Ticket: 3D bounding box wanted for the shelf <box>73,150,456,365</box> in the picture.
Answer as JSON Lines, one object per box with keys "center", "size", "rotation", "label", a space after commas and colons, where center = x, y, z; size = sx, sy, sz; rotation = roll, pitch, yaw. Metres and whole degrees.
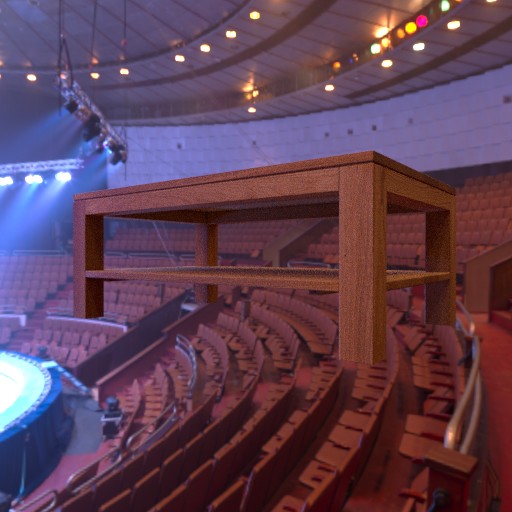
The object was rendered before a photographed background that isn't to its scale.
{"center": [0.000, 0.000, 1.553], "size": [1.150, 0.450, 0.700], "rotation": [0, 0, 37], "label": "shelf"}
